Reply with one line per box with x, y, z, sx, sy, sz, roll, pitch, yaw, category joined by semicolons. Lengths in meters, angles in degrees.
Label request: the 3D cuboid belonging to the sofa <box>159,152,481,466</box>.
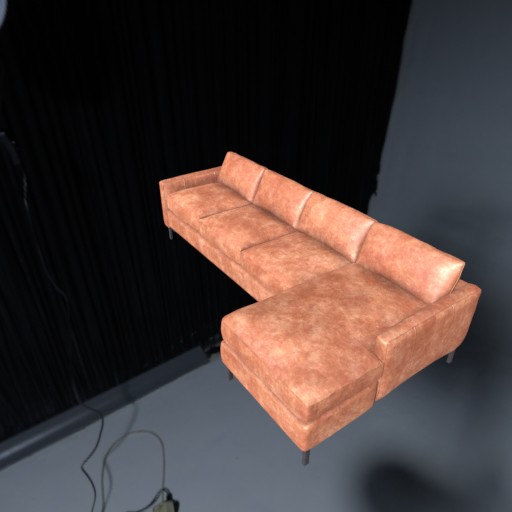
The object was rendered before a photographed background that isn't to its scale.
0.000;0.000;3.636;1.471;0.859;2.993;-20;36;-30;sofa
